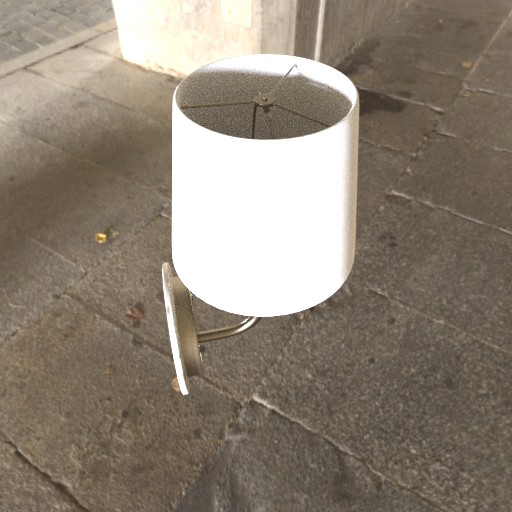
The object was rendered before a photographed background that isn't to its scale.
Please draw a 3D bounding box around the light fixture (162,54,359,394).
[{"bbox_3d":[0.000,0.000,0.434,0.188,0.337,0.168,-9,48,-8],"label":"light fixture"}]
